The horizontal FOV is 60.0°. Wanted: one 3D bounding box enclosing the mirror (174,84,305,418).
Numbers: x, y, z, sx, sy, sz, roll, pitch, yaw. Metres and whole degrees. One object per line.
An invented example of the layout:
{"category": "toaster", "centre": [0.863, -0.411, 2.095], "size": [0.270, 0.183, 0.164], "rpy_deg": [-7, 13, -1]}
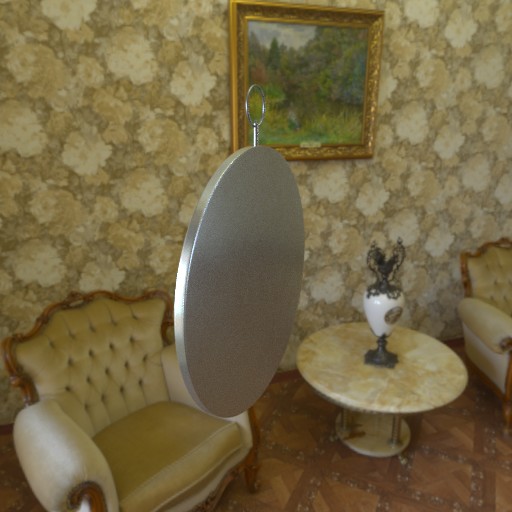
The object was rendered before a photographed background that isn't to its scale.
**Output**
{"category": "mirror", "centre": [0.000, 0.000, 0.984], "size": [0.020, 0.713, 0.594], "rpy_deg": [7, 17, 25]}
